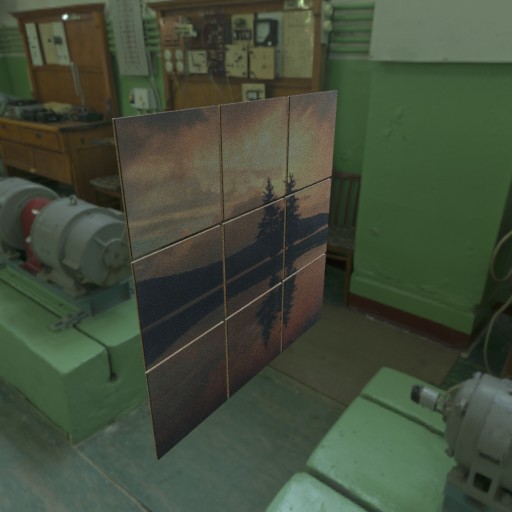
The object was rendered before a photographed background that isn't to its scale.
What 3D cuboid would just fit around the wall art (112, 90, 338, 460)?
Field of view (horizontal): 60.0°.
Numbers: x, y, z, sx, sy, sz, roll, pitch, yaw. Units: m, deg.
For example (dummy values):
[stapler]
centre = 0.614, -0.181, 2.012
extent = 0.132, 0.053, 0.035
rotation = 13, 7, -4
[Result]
[wall art]
centre = 0.000, 0.000, 1.833
extent = 0.013, 1.218, 1.216
rotation = 17, 30, 33
